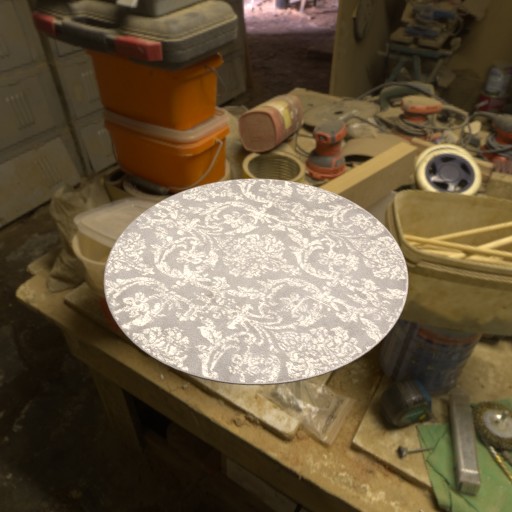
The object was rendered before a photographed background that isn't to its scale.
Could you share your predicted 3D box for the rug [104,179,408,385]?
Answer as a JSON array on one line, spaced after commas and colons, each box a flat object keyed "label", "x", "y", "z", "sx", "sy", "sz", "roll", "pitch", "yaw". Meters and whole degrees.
[{"label": "rug", "x": 0.000, "y": 0.000, "z": 2.393, "sx": 1.593, "sy": 0.012, "sz": 1.593, "roll": 0, "pitch": 41, "yaw": 0}]
